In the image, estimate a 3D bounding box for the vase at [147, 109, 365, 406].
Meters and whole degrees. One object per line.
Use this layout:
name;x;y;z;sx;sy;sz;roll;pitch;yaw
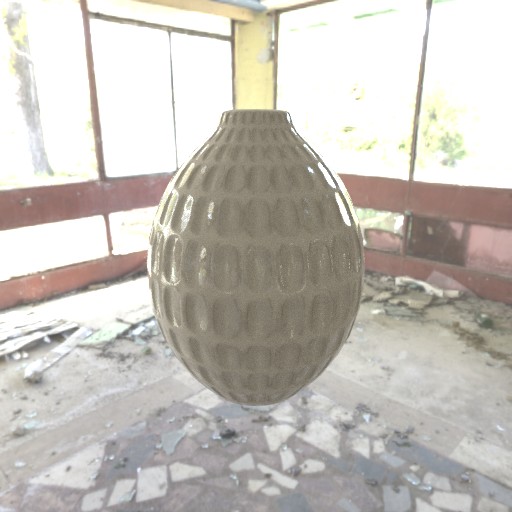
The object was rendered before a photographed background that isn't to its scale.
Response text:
vase;0.000;0.000;0.267;0.128;0.167;0.128;0;17;0
